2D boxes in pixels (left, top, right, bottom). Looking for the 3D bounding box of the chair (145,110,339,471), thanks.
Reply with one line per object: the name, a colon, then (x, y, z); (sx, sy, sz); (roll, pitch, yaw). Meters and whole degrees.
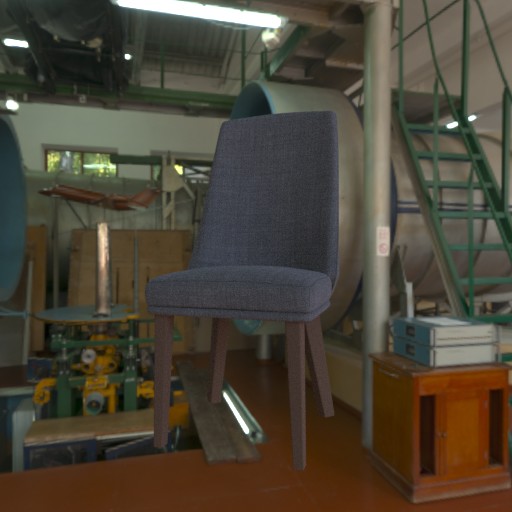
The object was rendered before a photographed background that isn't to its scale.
chair: (0.000, 0.000, 1.395); (0.510, 1.050, 0.577); (0, 1, 19)
